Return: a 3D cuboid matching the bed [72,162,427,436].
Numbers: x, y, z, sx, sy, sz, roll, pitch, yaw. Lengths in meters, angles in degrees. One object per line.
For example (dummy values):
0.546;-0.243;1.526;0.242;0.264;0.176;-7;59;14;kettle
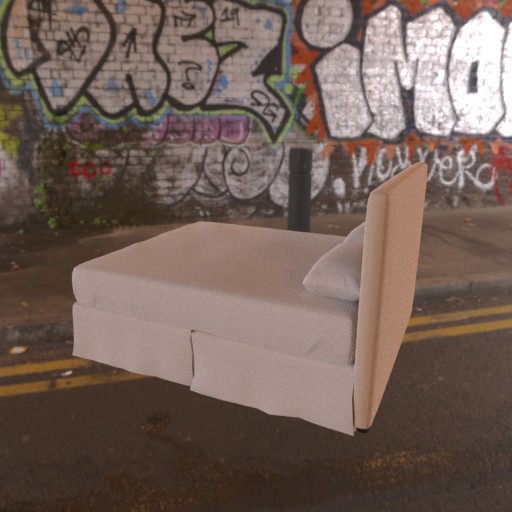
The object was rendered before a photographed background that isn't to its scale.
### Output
0.000;0.000;3.288;2.142;1.330;1.748;8;19;25;bed
